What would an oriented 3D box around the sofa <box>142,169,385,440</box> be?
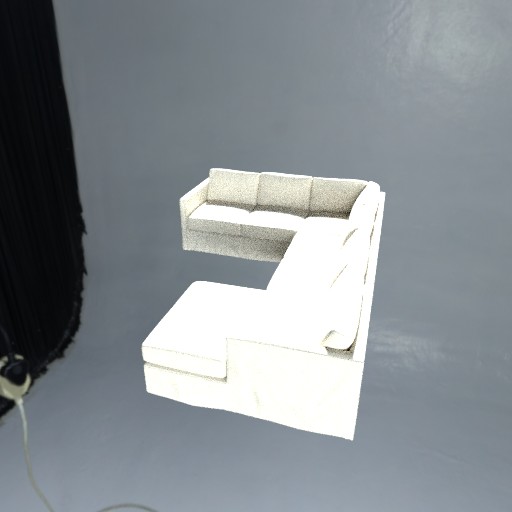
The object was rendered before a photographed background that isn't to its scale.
[{"bbox_3d":[0.000,0.000,4.622,2.427,0.882,3.460,8,28,15],"label":"sofa"}]
